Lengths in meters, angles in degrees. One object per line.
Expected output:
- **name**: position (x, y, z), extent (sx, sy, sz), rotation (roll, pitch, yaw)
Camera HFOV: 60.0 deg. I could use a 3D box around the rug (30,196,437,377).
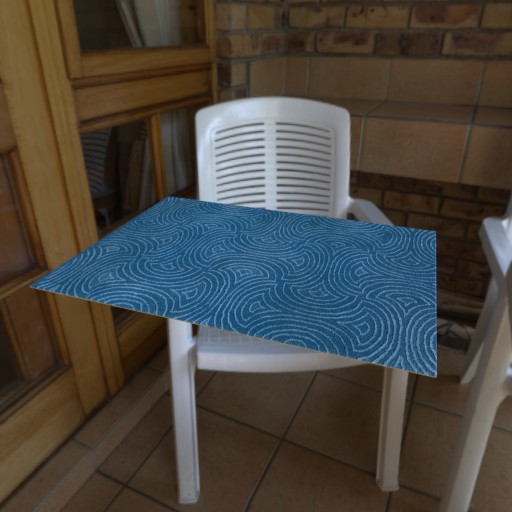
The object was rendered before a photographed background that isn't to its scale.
- **rug**: position (0.000, 0.000, 2.805), extent (2.144, 0.015, 1.543), rotation (9, 29, 17)
